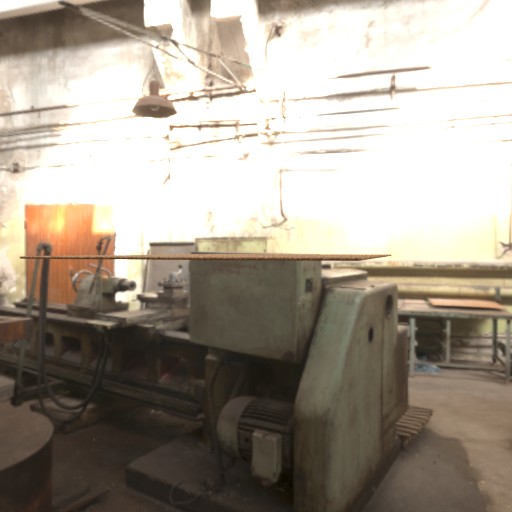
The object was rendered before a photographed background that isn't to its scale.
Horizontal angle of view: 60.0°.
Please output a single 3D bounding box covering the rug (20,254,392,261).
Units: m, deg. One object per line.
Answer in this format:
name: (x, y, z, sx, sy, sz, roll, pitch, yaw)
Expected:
rug: (0.000, 0.000, 2.771, 1.566, 0.013, 2.141, 0, 1, 19)
